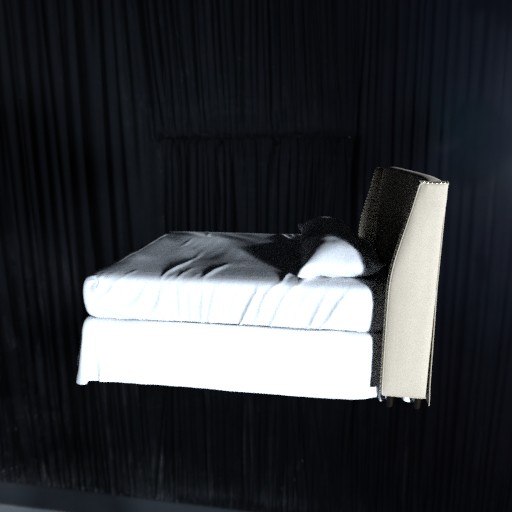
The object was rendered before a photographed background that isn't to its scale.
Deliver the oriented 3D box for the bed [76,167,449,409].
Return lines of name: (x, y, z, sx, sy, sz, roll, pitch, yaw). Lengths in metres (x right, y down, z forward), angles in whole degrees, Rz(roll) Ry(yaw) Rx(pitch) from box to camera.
bed: (0.000, 0.000, 3.457, 2.276, 1.332, 1.925, 2, 14, 8)
